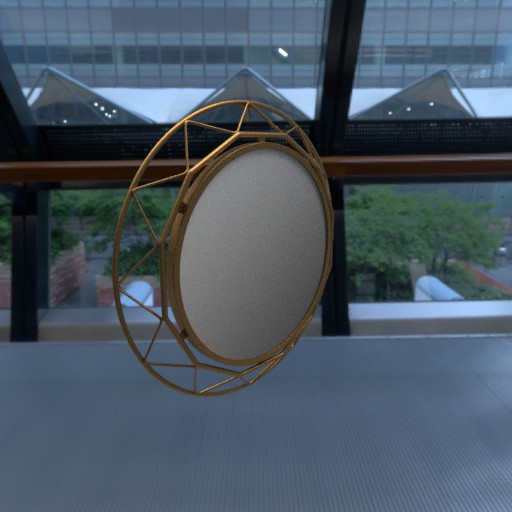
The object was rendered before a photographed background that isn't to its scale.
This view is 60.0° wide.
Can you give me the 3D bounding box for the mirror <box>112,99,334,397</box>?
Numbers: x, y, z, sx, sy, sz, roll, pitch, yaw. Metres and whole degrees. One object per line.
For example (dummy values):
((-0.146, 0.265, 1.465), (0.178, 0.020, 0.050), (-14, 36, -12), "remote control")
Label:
((0.000, 0.000, 0.677), (0.043, 0.454, 0.454), (13, 19, 43), "mirror")
